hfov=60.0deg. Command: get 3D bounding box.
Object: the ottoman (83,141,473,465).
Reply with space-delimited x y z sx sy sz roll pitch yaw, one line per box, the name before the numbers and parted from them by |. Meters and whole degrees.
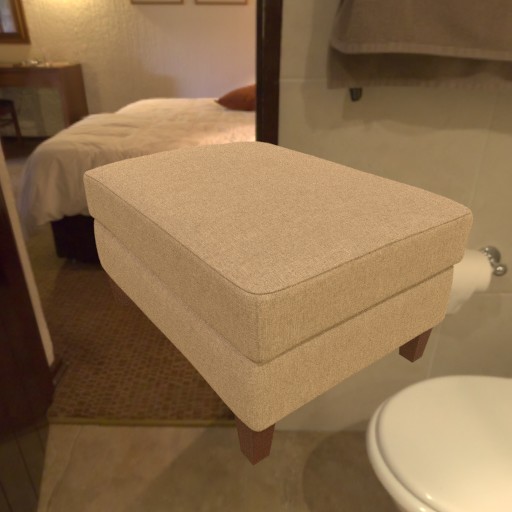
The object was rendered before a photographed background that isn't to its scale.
ottoman | 0.000 0.000 1.280 0.677 0.519 0.898 -19 33 -32
